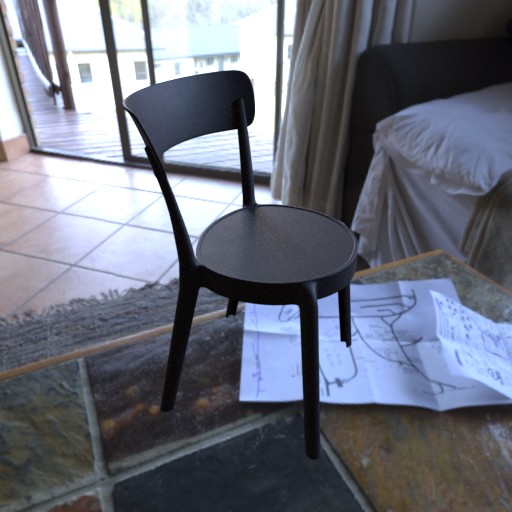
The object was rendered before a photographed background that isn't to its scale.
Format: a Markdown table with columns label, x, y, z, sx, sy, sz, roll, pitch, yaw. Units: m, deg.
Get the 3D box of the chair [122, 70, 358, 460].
| label | x | y | z | sx | sy | sz | roll | pitch | yaw |
| --- | --- | --- | --- | --- | --- | --- | --- | --- | --- |
| chair | 0.000 | 0.000 | 1.108 | 0.491 | 0.790 | 0.506 | 11 | 33 | 18 |
